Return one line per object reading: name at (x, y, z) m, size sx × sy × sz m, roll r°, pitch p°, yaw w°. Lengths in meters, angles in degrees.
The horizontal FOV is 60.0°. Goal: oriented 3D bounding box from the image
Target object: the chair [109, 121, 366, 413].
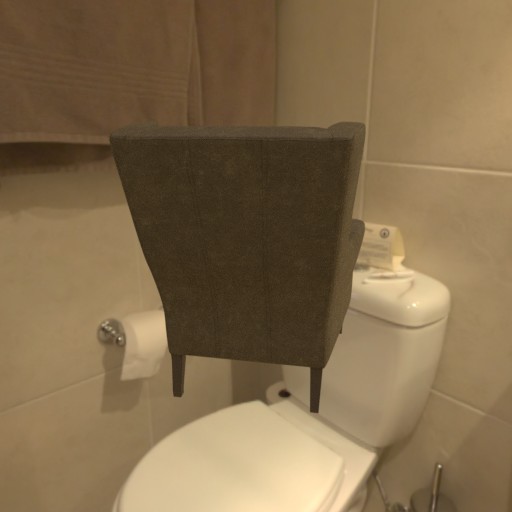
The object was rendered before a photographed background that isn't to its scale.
chair at (0.000, 0.000, 1.744) m, size 0.853 × 1.016 × 0.926 m, roll 3°, pitch 18°, yaw 10°
